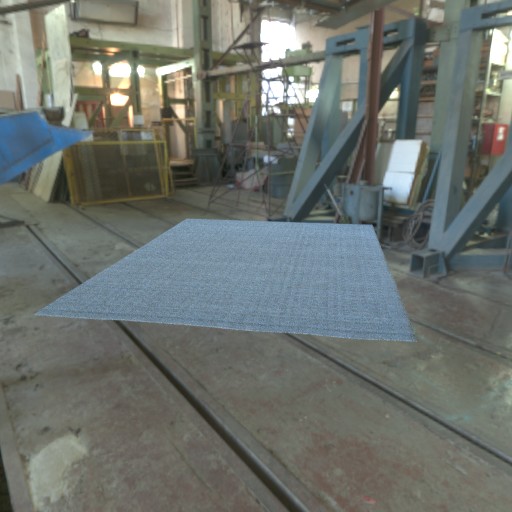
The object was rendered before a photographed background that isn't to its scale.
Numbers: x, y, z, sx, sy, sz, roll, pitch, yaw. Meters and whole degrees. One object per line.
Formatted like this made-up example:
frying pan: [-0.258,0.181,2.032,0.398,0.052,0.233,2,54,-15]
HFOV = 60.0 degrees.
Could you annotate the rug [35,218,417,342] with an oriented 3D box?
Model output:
rug: [0.000,0.000,4.252,2.443,0.007,3.200,3,17,9]
